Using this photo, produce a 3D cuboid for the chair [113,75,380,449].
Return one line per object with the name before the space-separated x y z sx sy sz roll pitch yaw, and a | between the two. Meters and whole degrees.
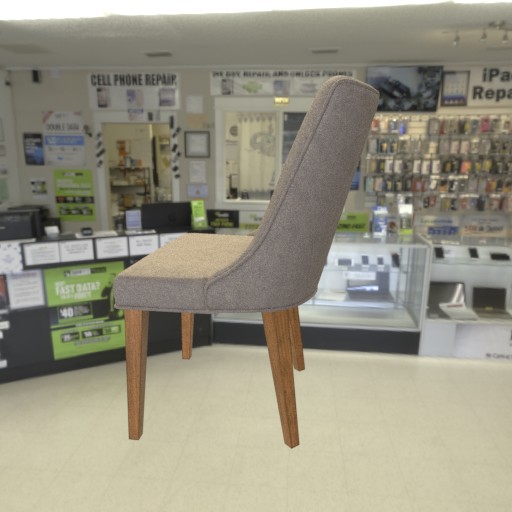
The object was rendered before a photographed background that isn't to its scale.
chair | 0.000 0.000 1.285 0.636 0.916 0.548 2 14 8
